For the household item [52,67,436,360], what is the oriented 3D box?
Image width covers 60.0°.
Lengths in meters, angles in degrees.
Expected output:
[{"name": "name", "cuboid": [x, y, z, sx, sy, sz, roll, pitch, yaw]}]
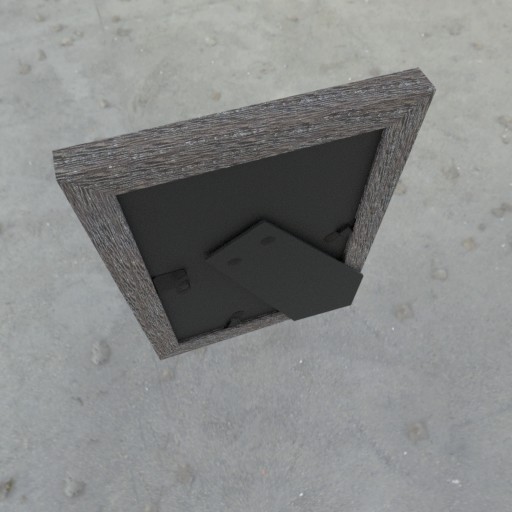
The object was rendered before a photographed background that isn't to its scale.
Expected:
[{"name": "household item", "cuboid": [0.000, 0.000, 0.270, 0.160, 0.210, 0.020, -16, 60, -10]}]
